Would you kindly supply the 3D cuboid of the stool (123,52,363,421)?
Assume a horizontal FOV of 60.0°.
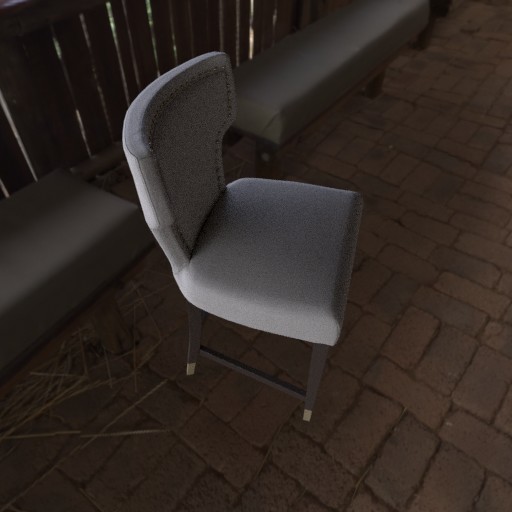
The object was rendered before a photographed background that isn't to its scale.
[{"bbox_3d":[0.000,0.000,1.329,0.563,0.982,0.527,11,48,10],"label":"stool"}]
